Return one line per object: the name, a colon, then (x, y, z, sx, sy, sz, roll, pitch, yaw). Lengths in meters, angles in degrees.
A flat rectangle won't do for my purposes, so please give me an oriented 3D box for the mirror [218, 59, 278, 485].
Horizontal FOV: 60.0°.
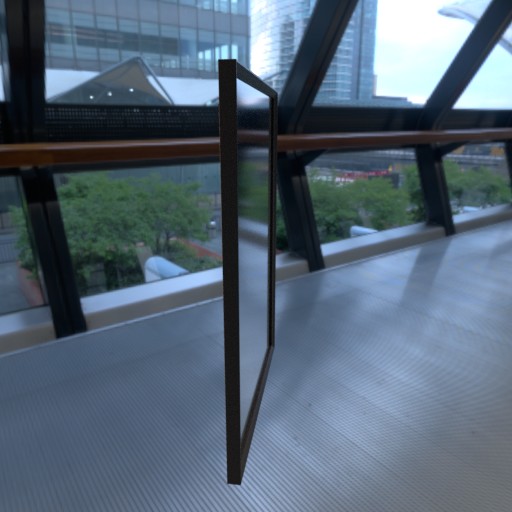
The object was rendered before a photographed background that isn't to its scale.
mirror: (0.000, 0.000, 1.370, 0.041, 1.016, 0.762, 2, 16, 9)
